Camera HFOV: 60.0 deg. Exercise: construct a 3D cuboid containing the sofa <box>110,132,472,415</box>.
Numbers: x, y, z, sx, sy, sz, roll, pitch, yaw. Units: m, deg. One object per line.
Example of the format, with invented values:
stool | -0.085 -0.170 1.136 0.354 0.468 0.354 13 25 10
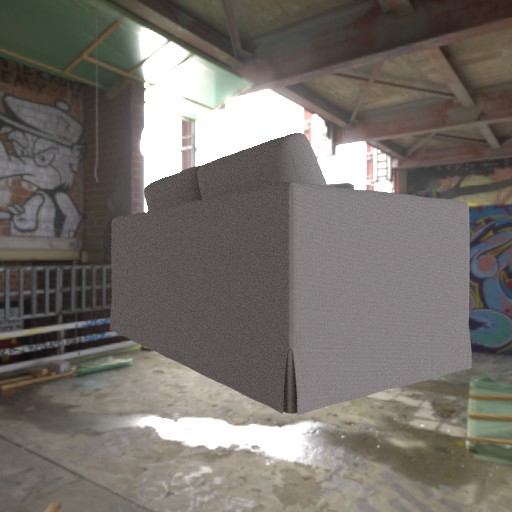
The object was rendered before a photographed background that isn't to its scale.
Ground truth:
sofa | 0.000 0.000 2.328 1.009 0.932 1.813 0 1 -35
